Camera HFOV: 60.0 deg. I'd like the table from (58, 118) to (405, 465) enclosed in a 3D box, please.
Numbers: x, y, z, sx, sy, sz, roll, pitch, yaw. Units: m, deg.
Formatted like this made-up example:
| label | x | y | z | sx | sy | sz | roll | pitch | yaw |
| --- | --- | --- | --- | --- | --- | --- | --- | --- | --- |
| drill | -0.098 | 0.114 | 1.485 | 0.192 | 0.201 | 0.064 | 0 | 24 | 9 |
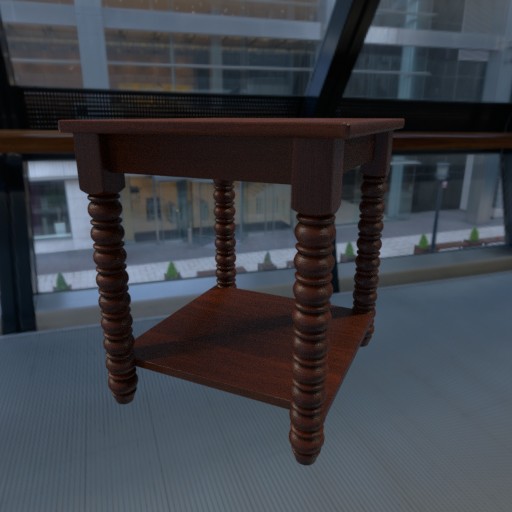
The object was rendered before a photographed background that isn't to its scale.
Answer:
| label | x | y | z | sx | sy | sz | roll | pitch | yaw |
| --- | --- | --- | --- | --- | --- | --- | --- | --- | --- |
| table | 0.000 | 0.000 | 0.962 | 0.500 | 0.567 | 0.533 | 8 | 19 | 24 |
